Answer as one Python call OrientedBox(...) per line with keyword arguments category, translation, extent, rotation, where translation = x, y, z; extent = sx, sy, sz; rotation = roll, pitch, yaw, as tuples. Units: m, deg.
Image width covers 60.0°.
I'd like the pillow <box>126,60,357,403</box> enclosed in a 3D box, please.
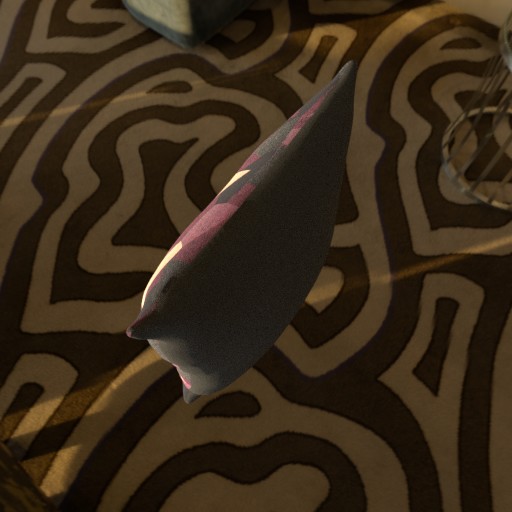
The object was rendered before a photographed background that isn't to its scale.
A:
OrientedBox(category="pillow", translation=(0.000, 0.000, 0.768), extent=(0.208, 0.496, 0.503), rotation=(32, 67, 15))
